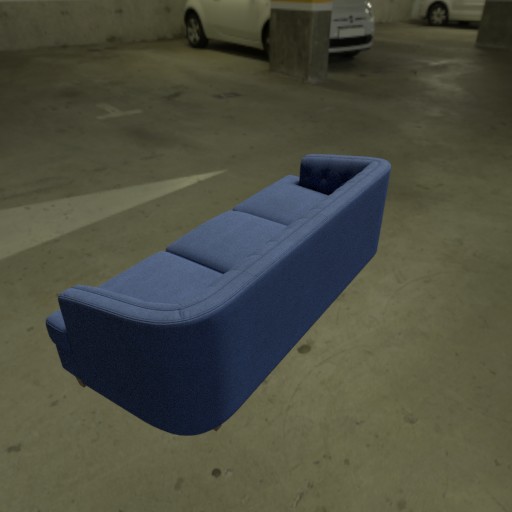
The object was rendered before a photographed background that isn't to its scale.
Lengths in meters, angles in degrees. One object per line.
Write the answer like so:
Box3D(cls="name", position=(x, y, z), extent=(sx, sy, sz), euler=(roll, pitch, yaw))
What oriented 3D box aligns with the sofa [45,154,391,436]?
Box3D(cls="sofa", position=(0.000, 0.000, 2.672), extent=(0.914, 0.787, 2.235), euler=(20, 37, 29))
